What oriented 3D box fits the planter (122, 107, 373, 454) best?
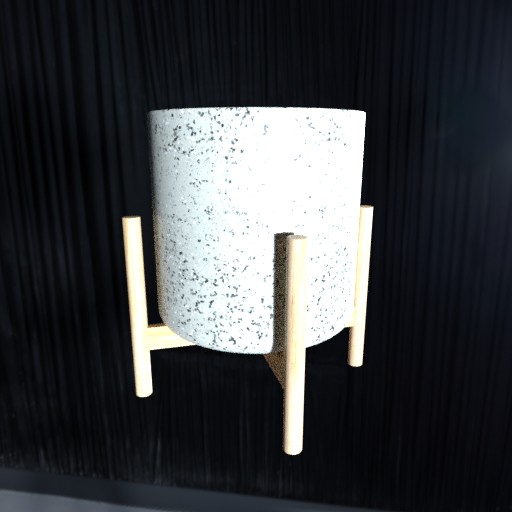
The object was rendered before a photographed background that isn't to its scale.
[{"bbox_3d":[0.000,0.000,0.686,0.360,0.419,0.360,2,15,7],"label":"planter"}]
